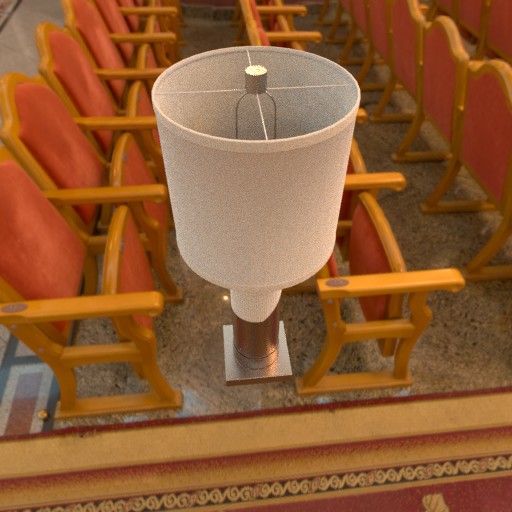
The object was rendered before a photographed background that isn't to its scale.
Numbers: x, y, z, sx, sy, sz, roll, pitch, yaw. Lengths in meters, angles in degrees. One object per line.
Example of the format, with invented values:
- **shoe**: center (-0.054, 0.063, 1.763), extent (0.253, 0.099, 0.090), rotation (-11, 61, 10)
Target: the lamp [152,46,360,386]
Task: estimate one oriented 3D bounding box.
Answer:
- **lamp**: center (0.000, 0.000, 0.605), extent (0.202, 0.509, 0.202), rotation (-4, 46, -4)
